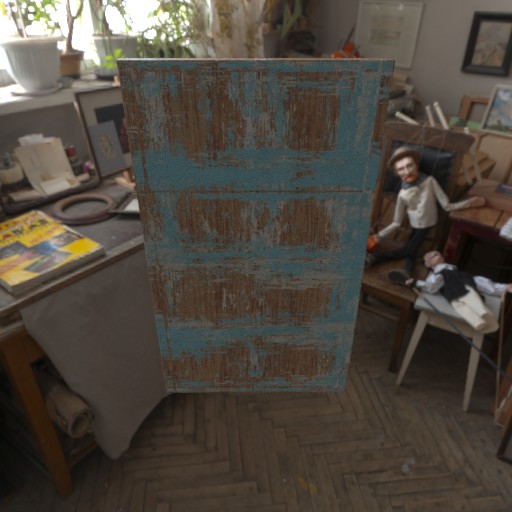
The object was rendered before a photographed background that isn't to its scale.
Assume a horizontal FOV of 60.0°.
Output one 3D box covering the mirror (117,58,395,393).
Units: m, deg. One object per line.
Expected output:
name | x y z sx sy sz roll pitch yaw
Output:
mirror | 0.000 0.000 1.475 0.707 1.213 0.083 0 31 0
